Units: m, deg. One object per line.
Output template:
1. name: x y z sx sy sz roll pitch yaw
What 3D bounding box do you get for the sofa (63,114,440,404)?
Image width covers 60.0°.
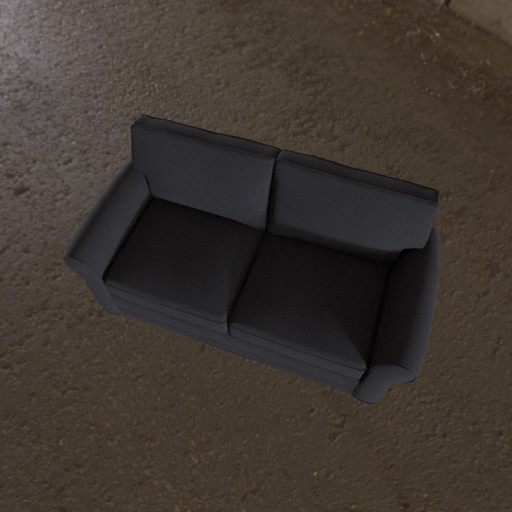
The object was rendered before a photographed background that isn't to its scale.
1. sofa: 0.000 0.000 2.591 2.009 1.031 0.951 17 59 10
